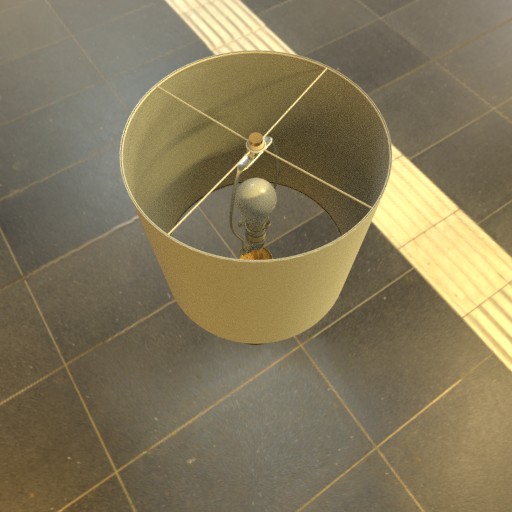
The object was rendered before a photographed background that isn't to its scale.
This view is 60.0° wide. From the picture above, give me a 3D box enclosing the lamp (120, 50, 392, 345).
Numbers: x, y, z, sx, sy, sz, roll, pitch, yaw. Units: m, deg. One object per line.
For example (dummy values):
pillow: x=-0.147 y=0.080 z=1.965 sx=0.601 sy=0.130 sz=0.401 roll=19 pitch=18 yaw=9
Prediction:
lamp: x=0.000 y=0.000 z=0.757 sx=0.308 sy=0.580 sz=0.308 roll=33 pitch=67 yaw=16
